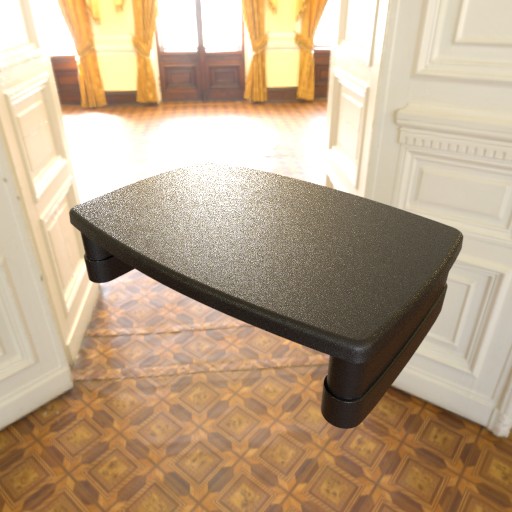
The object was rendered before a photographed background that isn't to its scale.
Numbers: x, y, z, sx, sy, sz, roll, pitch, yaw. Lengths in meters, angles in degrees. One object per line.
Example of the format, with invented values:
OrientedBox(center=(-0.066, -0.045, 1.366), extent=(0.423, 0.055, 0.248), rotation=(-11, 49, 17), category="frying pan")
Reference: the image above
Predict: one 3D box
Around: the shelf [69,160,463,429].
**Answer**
OrientedBox(center=(0.000, 0.000, 0.531), extent=(0.410, 0.100, 0.280), rotation=(22, 37, 33), category="shelf")
